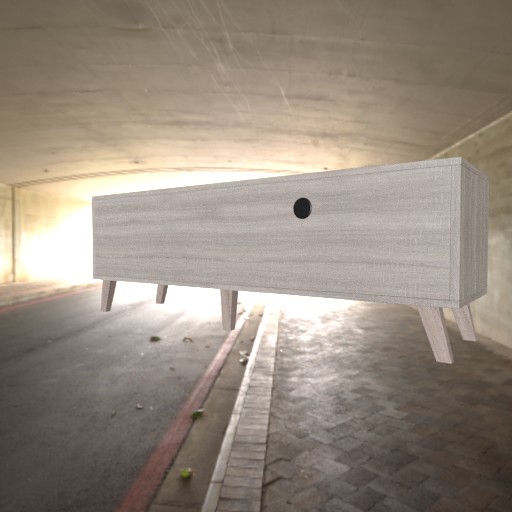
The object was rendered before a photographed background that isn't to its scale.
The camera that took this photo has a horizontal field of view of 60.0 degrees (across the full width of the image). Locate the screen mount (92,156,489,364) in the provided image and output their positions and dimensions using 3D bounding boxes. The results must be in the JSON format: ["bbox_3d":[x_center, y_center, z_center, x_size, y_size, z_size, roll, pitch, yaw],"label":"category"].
[{"bbox_3d":[0.000,0.000,1.665,1.500,0.509,0.401,1,2,36],"label":"screen mount"}]
